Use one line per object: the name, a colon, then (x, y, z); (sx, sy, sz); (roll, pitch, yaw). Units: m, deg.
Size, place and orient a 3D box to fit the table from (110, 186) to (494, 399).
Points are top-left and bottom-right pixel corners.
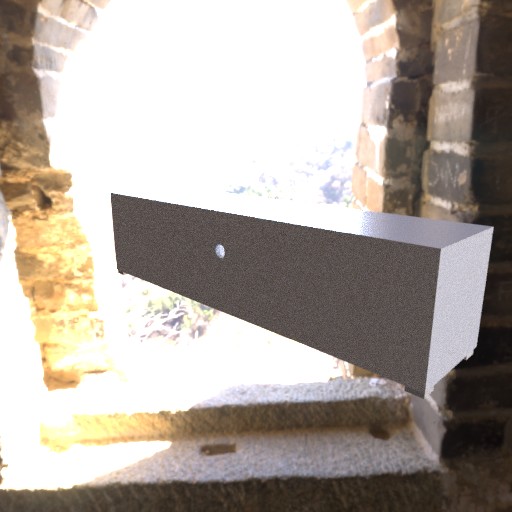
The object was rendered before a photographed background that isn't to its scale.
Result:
table: (0.000, 0.000, 1.830); (1.650, 0.420, 0.390); (14, 21, 43)
